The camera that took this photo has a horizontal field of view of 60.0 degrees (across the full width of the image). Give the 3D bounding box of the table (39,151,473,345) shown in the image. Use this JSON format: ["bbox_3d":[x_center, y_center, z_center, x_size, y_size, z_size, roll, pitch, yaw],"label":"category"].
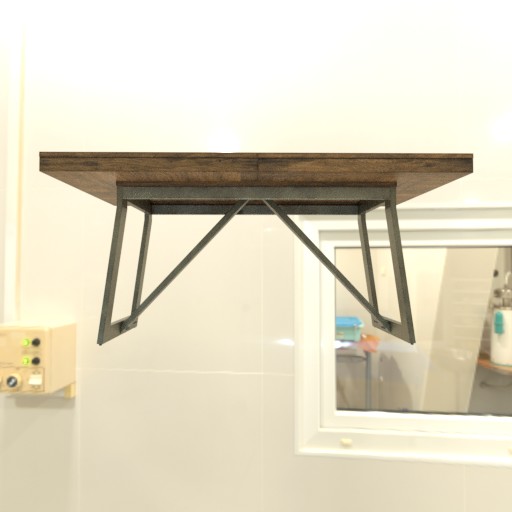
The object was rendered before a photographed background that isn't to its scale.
[{"bbox_3d":[0.000,0.000,2.131,1.641,0.757,0.931,0,-2,-1],"label":"table"}]
